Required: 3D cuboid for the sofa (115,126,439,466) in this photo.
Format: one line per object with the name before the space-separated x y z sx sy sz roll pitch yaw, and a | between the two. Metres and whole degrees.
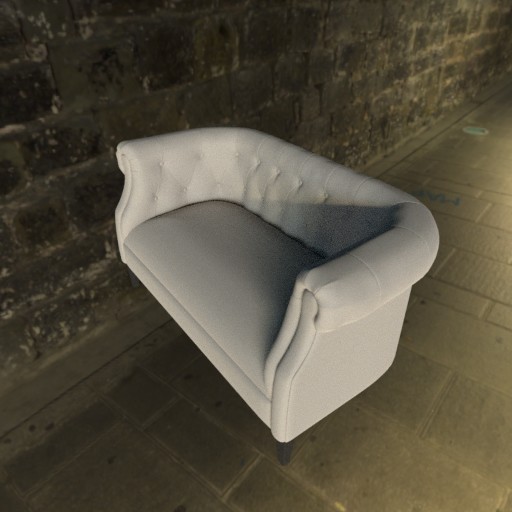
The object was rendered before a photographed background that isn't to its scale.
sofa | 0.000 0.000 2.048 0.835 0.827 1.558 -22 39 -30
